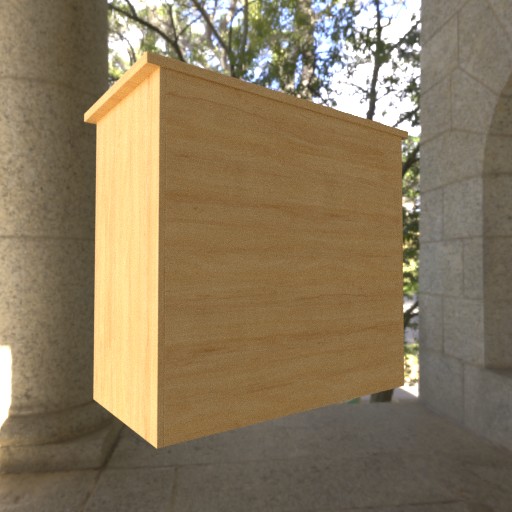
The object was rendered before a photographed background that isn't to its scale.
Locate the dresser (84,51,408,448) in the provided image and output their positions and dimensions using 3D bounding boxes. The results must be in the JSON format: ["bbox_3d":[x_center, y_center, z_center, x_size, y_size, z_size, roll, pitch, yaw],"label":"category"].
[{"bbox_3d":[0.000,0.000,1.205,0.800,0.730,0.410,1,-2,-36],"label":"dresser"}]
